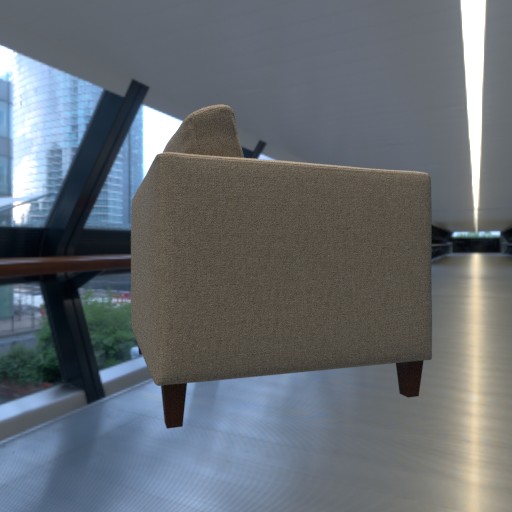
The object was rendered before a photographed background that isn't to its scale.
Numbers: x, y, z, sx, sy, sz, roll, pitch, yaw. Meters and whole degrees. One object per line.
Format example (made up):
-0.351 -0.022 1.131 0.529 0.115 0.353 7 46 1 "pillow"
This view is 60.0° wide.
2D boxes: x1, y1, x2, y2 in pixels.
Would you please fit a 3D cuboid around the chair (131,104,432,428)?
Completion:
0.000 0.000 1.850 0.959 0.961 1.107 0 0 -19 "chair"
